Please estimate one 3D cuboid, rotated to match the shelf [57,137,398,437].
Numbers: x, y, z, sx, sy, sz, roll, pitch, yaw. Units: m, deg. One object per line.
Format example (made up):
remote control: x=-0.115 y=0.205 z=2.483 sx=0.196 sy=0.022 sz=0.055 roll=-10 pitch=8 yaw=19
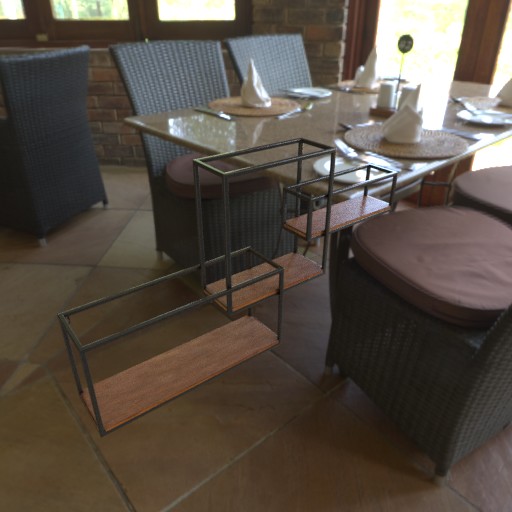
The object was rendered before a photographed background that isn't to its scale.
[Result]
shelf: x=0.000 y=0.000 z=2.125 sx=1.781 sy=0.972 sz=0.275 roll=-20 pitch=35 yaw=-32
